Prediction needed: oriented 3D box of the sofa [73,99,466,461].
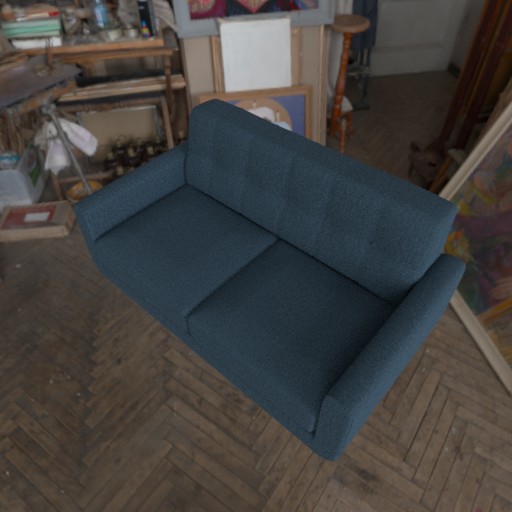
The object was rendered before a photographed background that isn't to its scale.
[{"bbox_3d":[0.000,0.000,2.169,1.651,0.896,0.942,32,54,27],"label":"sofa"}]
